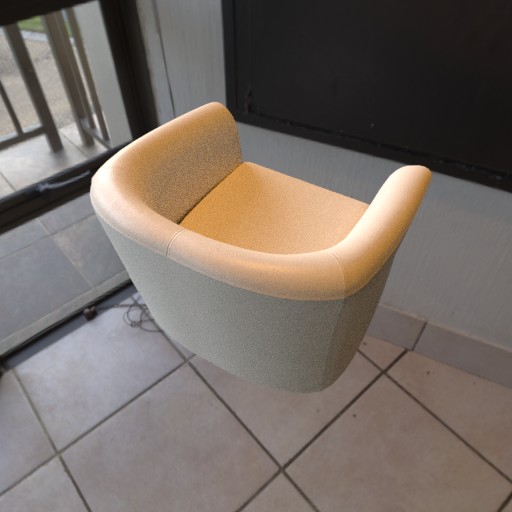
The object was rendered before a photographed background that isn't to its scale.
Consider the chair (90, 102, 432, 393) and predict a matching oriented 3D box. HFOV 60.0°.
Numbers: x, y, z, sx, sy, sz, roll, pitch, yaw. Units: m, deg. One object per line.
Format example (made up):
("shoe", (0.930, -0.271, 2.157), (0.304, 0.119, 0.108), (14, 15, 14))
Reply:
("chair", (0.000, 0.000, 1.381), (0.792, 0.756, 0.727), (24, 52, 20))
